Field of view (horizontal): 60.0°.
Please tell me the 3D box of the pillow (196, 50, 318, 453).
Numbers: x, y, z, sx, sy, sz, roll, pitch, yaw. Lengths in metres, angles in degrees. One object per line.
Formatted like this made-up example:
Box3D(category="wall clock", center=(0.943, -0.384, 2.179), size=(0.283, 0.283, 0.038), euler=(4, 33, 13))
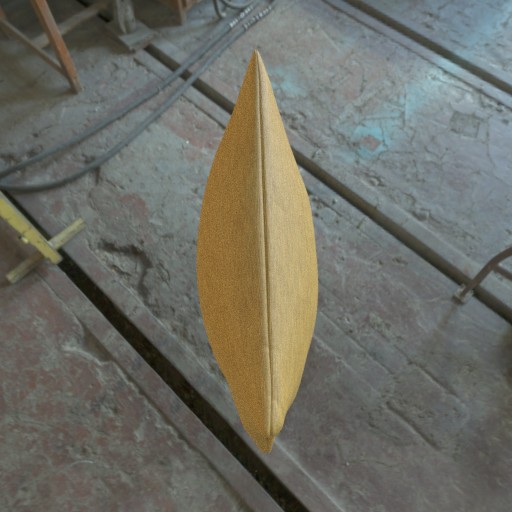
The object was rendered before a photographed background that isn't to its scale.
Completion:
Box3D(category="pillow", center=(0.000, 0.000, 0.791), size=(0.210, 0.354, 0.634), euler=(-1, 64, -1))
